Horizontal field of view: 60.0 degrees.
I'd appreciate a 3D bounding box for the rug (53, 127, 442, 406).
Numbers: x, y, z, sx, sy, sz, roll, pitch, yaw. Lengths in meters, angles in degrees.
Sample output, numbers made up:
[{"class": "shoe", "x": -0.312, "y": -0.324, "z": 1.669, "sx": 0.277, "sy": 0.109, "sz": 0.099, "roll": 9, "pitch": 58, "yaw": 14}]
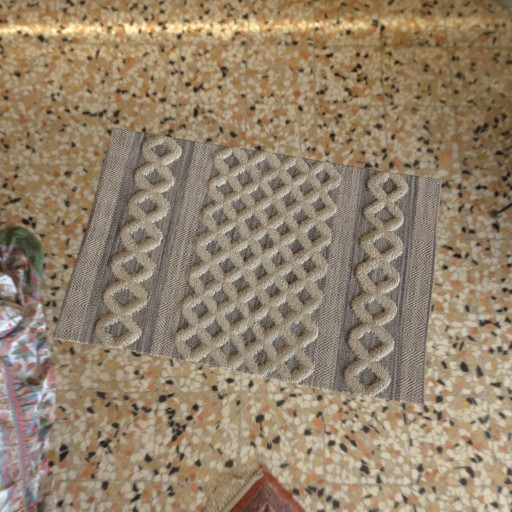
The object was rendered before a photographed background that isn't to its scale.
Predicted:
[{"class": "rug", "x": 0.000, "y": 0.000, "z": 2.907, "sx": 2.333, "sy": 0.033, "sz": 1.513, "roll": 10, "pitch": 76, "yaw": 2}]
